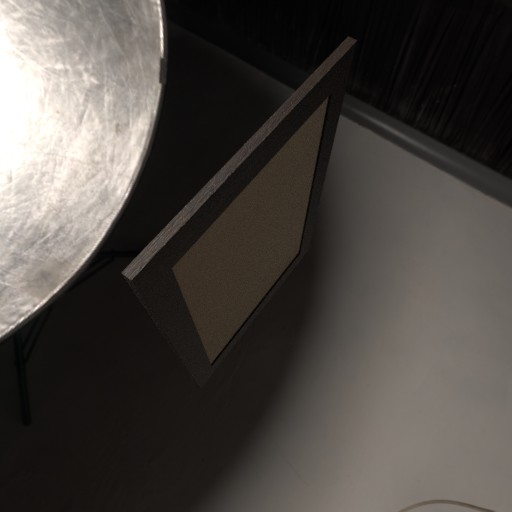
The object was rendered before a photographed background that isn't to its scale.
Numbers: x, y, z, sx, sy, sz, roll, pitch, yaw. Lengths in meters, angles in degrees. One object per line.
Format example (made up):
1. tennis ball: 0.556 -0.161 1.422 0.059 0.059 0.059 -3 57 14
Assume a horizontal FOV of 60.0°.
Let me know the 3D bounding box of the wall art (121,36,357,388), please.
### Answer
1. wall art: 0.000 0.000 0.655 0.013 0.508 0.359 34 68 15
